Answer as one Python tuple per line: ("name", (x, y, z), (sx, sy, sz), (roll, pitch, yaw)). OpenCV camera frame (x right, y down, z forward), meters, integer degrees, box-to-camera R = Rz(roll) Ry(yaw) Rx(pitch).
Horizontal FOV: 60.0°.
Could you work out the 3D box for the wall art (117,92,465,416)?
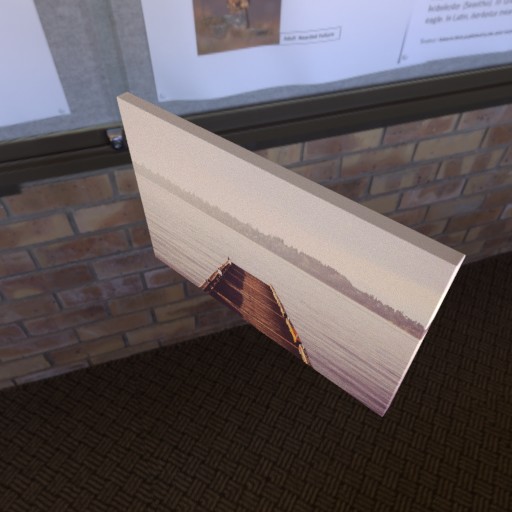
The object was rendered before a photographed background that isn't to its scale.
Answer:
("wall art", (0.000, 0.000, 1.178), (0.916, 0.609, 0.037), (32, 54, 26))
